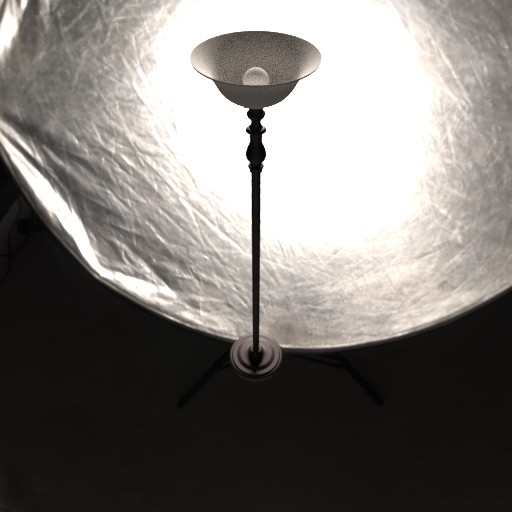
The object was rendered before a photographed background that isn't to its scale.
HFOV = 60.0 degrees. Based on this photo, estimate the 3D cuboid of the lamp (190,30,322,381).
[{"bbox_3d":[0.000,0.000,2.014,0.405,1.797,0.405,3,47,3],"label":"lamp"}]
